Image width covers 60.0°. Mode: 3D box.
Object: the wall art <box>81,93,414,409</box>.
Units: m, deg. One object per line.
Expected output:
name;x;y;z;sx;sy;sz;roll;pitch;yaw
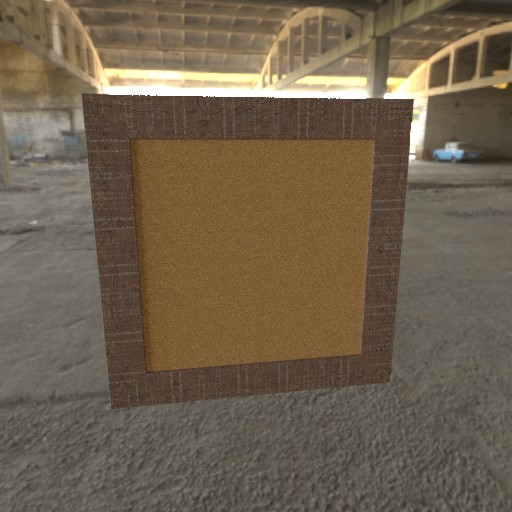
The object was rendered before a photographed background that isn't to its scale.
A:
wall art;0.000;0.000;0.785;0.531;0.531;0.040;-3;15;-9
